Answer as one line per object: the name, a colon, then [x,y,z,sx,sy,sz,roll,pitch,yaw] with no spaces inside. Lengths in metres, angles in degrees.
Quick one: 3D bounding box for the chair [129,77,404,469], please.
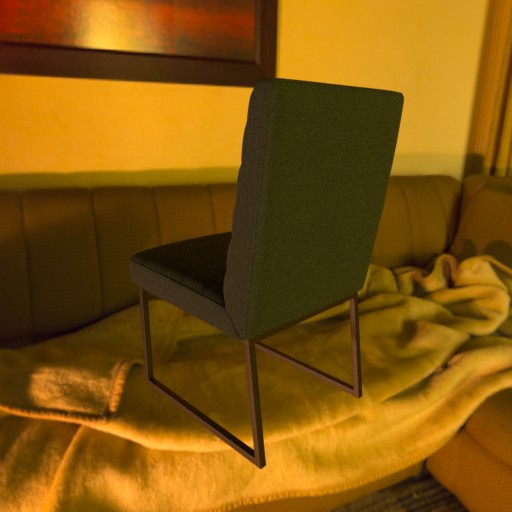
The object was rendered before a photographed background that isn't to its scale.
chair: [0.000,0.000,1.327,0.520,0.930,0.634,-15,22,-42]
